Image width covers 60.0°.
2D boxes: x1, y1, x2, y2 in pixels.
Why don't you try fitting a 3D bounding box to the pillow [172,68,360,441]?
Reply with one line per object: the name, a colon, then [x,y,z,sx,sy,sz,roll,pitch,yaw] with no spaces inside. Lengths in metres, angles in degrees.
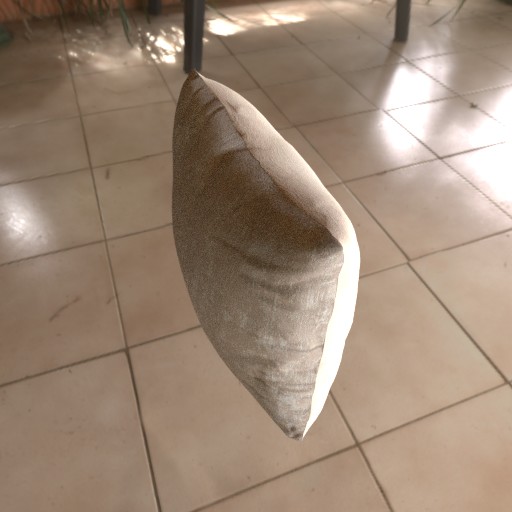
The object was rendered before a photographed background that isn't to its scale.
pillow: [0.000,0.000,0.719,0.245,0.448,0.450,-16,48,-15]
